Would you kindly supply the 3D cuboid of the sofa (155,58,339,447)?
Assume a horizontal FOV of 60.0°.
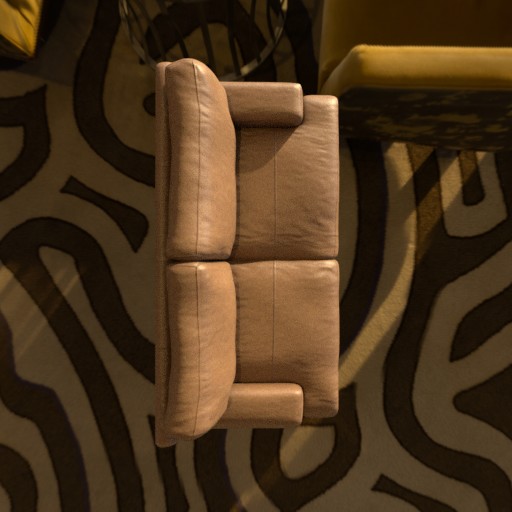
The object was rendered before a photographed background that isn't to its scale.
[{"bbox_3d":[0.000,0.000,2.408,0.962,0.980,1.855,0,90,-1],"label":"sofa"}]
